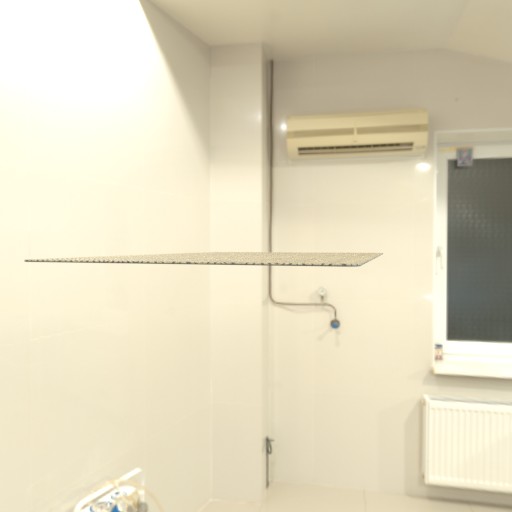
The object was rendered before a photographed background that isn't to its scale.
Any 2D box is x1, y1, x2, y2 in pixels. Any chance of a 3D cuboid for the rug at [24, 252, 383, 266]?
[{"bbox_3d":[0.000,0.000,2.180,1.144,0.008,1.752,0,1,18],"label":"rug"}]
